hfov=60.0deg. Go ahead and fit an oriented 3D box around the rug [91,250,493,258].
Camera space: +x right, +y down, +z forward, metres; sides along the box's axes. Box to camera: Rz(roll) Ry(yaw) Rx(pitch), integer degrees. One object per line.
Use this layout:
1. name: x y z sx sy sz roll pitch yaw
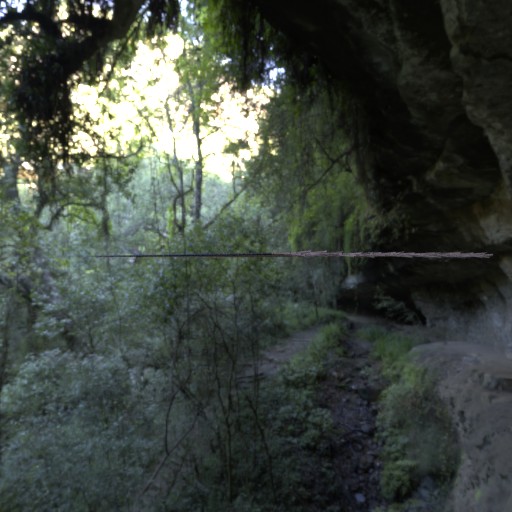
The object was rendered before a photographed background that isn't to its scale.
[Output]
1. rug: 0.000 0.000 2.462 1.224 0.027 2.021 0 0 -36
